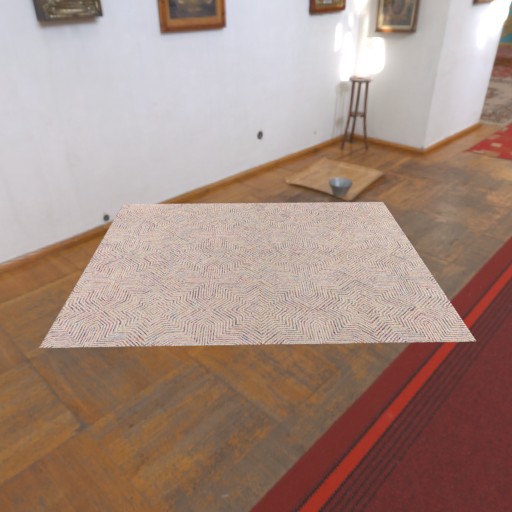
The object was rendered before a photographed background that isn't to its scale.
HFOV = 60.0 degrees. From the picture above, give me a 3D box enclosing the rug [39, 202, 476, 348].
[{"bbox_3d":[0.000,0.000,4.140,3.046,0.008,2.442,-1,30,-1],"label":"rug"}]
